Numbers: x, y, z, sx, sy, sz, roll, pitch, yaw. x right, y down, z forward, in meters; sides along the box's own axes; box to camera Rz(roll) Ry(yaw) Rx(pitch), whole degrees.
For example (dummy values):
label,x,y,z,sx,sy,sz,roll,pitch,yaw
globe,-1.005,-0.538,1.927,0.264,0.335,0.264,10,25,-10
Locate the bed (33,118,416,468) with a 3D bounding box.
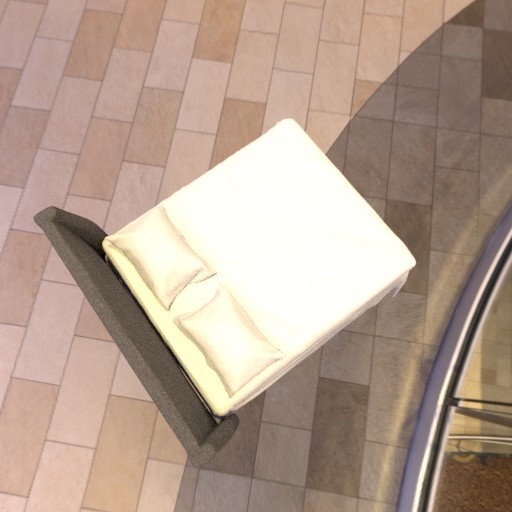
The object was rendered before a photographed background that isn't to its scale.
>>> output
label,x,y,z,sx,sy,sz,roll,pitch,yaw
bed,0.000,0.000,3.500,2.276,1.332,1.925,-36,77,-9
